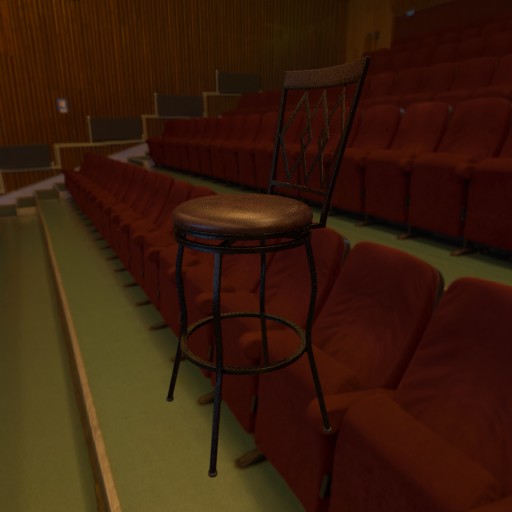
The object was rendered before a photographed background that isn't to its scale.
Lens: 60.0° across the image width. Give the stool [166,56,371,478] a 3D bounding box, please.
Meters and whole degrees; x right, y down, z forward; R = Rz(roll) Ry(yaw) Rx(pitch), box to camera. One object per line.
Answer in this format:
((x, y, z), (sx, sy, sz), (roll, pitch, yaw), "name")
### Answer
((0.000, 0.000, 1.392), (0.521, 1.134, 0.432), (-9, 19, -27), "stool")
